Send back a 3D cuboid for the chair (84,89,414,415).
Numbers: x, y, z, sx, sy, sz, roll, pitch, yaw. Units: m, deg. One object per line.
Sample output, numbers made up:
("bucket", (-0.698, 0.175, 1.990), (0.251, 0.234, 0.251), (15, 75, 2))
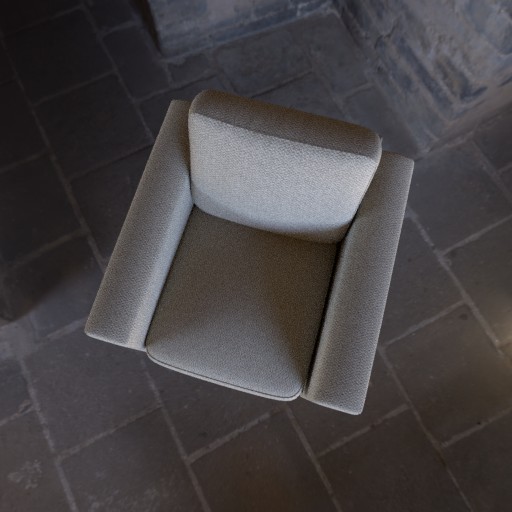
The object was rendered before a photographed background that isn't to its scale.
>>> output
("chair", (0.000, 0.000, 1.743), (1.005, 0.873, 1.016), (15, 75, 4))
